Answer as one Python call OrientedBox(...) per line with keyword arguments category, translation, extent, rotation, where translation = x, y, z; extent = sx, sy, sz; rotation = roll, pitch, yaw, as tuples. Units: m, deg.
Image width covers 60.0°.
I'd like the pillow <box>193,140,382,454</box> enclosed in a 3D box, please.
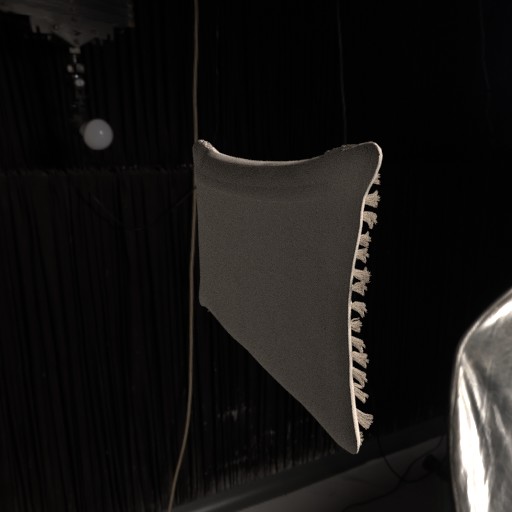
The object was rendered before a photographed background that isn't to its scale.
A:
OrientedBox(category="pillow", translation=(0.000, 0.000, 0.599), extent=(0.084, 0.305, 0.466), rotation=(-7, 16, -25))
